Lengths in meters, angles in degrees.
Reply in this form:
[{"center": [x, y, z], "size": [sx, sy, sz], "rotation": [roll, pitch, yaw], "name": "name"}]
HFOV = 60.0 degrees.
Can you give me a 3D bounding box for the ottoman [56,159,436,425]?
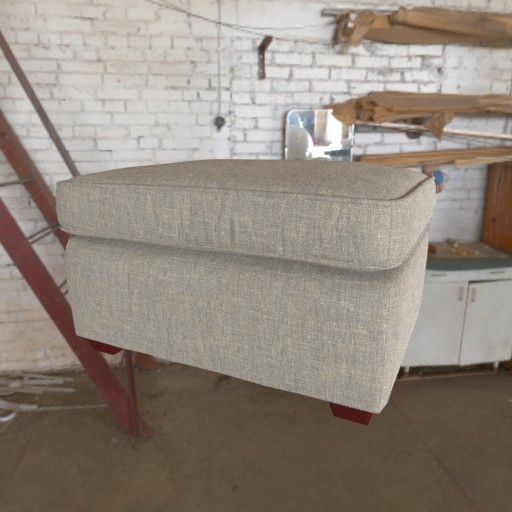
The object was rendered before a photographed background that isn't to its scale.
[{"center": [0.000, 0.000, 1.082], "size": [0.762, 0.457, 0.559], "rotation": [7, 17, 25], "name": "ottoman"}]
